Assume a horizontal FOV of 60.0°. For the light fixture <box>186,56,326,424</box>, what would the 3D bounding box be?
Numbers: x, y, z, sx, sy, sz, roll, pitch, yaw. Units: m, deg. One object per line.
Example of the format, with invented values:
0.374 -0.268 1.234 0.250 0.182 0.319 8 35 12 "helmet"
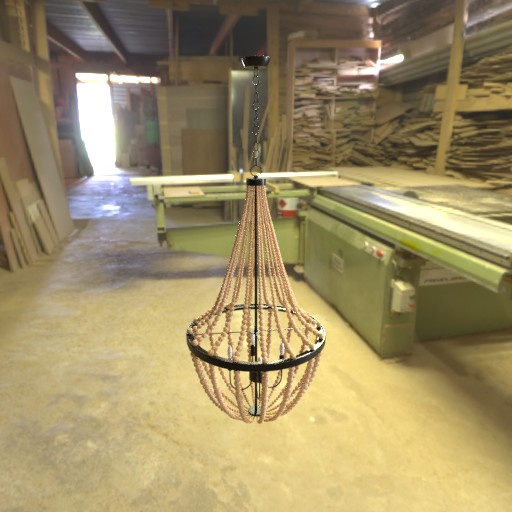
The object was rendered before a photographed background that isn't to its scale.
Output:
0.000 0.000 1.376 0.450 1.133 0.450 0 16 0 "light fixture"
